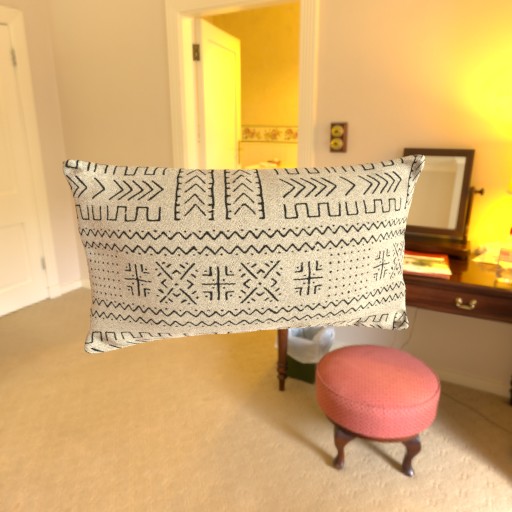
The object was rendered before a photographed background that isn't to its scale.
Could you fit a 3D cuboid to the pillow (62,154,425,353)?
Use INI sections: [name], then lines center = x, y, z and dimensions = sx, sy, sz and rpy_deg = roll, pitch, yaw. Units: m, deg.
[pillow]
center = 0.000, 0.000, 0.804
dimensions = 0.637, 0.352, 0.188
rpy_deg = -3, 17, -9
